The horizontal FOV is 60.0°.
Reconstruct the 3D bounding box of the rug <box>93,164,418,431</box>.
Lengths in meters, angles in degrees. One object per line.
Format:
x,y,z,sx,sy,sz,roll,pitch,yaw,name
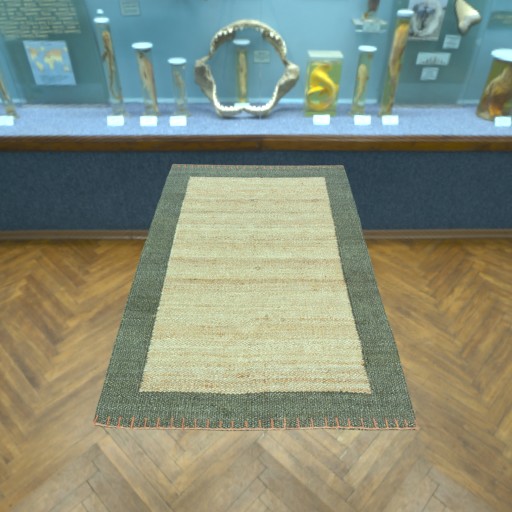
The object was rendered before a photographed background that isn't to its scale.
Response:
0.000,0.000,2.925,1.521,0.006,2.435,1,40,1,rug
